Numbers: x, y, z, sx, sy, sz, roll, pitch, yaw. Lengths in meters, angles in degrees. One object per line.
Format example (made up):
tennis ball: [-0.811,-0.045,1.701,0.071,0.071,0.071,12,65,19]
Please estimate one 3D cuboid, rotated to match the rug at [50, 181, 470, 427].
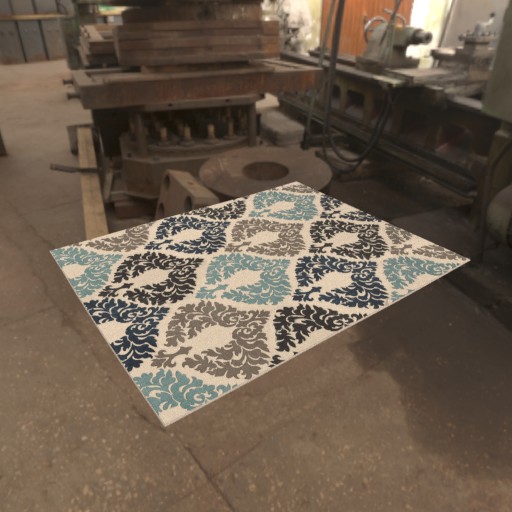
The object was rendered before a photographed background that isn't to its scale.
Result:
rug: [0.000,0.000,4.063,3.040,0.014,2.423,-20,36,-31]
